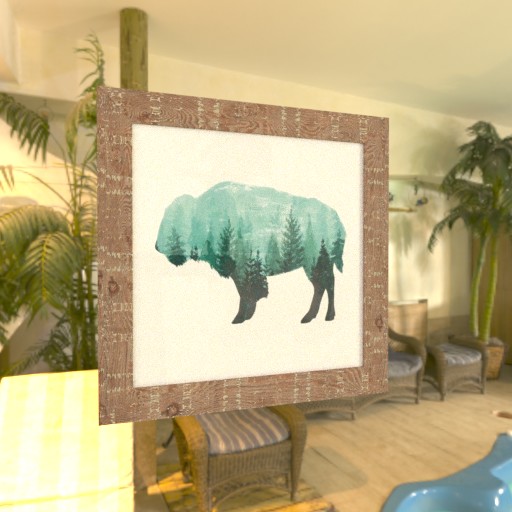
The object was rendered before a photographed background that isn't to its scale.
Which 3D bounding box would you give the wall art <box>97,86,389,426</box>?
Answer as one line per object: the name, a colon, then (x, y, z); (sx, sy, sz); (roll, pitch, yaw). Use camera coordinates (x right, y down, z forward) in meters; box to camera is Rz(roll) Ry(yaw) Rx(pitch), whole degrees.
wall art: (0.000, 0.000, 0.565); (0.380, 0.380, 0.022); (0, 1, -18)
